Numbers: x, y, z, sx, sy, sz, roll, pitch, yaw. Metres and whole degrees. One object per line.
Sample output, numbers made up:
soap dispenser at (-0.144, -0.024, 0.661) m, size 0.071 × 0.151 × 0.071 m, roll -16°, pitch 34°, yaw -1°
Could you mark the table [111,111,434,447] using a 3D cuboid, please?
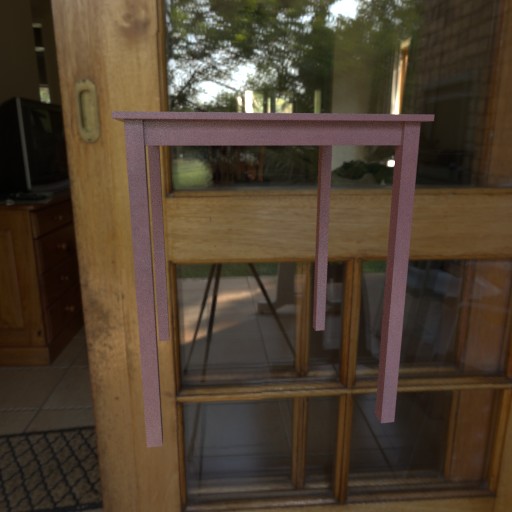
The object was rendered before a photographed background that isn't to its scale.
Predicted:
table at (0.000, 0.000, 1.694) m, size 0.861 × 0.991 × 0.861 m, roll -2°, pitch 15°, yaw -9°
